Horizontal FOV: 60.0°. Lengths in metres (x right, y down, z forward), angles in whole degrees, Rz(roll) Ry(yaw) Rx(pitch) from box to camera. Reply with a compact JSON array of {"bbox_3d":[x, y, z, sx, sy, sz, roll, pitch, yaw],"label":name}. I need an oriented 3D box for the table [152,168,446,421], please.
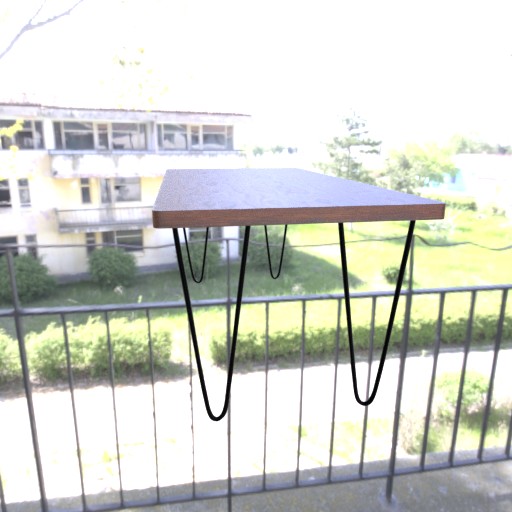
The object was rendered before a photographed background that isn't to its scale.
[{"bbox_3d":[0.000,0.000,2.219,0.883,0.753,1.791,-3,15,-9],"label":"table"}]
